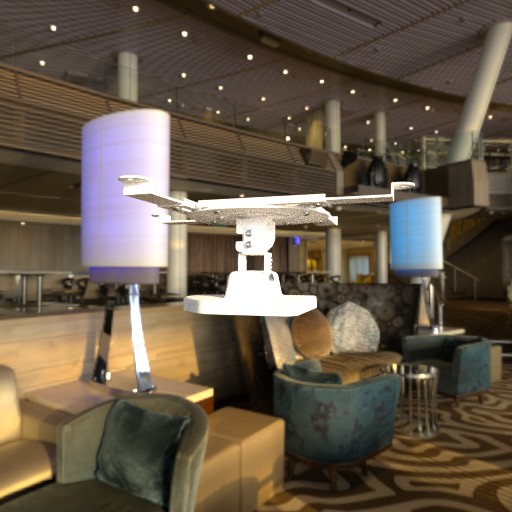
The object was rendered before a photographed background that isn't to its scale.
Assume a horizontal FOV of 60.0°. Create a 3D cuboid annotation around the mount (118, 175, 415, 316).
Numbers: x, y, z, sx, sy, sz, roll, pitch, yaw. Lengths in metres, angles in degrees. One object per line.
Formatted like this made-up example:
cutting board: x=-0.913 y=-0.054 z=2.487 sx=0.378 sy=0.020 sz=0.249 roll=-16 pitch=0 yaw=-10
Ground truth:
mount: x=0.000 y=0.000 z=0.589 sx=0.394 sy=0.141 sz=0.394 roll=-1 pitch=-2 yaw=18
